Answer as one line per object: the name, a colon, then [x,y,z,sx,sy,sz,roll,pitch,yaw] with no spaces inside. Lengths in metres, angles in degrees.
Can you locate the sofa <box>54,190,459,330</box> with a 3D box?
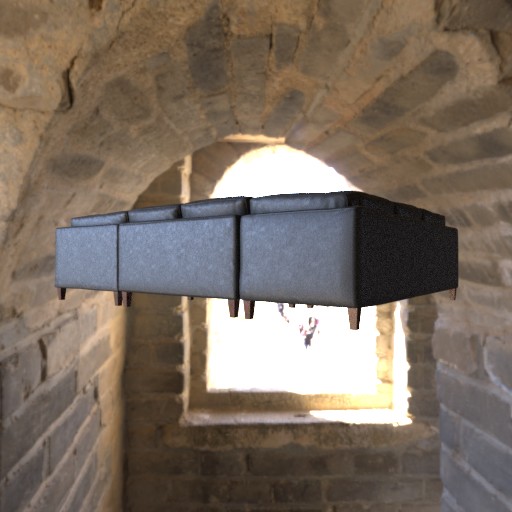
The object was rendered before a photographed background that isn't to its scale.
sofa: [0.000,0.000,4.666,3.460,0.923,2.593,0,0,37]
